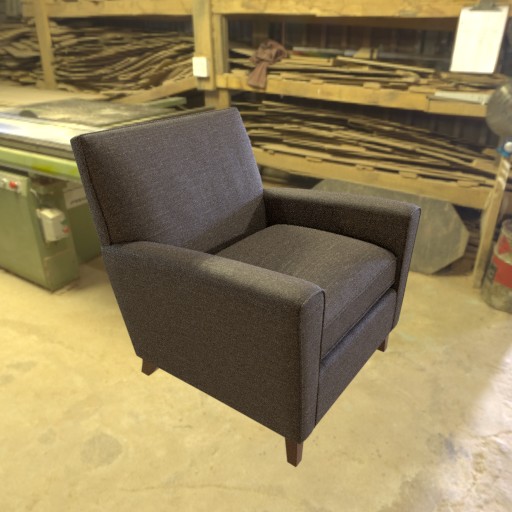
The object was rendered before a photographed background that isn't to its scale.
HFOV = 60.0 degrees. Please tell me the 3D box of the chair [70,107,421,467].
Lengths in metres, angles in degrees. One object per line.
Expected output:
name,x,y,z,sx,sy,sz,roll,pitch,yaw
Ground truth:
chair,0.000,0.000,1.595,0.875,0.885,0.838,18,32,32
